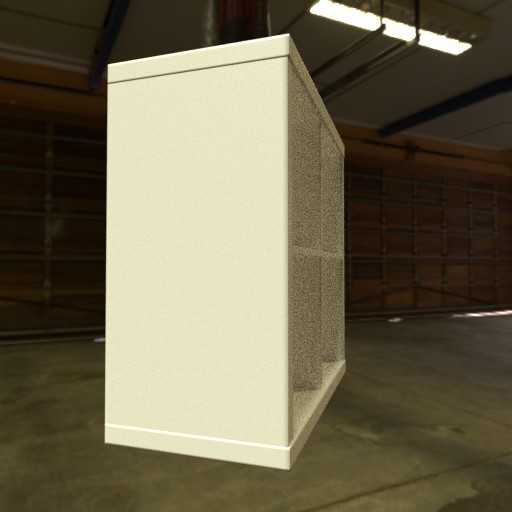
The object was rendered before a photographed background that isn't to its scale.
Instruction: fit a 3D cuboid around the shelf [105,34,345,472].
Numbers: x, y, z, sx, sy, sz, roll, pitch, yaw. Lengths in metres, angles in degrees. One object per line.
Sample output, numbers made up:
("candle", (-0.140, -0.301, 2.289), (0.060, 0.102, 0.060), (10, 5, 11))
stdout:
("shelf", (0.000, 0.000, 1.231), (0.390, 0.786, 0.790), (0, -1, 18))
